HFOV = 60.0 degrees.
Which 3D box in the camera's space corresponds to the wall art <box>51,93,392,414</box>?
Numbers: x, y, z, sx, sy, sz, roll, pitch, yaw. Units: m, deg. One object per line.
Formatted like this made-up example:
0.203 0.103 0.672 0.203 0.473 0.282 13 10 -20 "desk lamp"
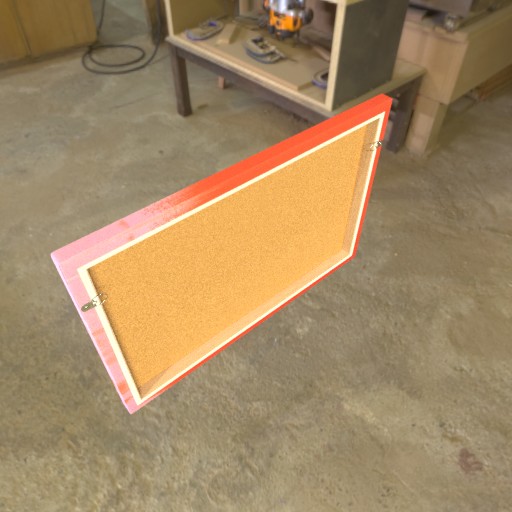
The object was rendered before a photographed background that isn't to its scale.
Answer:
0.000 0.000 1.188 0.913 0.609 0.040 -32 54 -26 "wall art"
